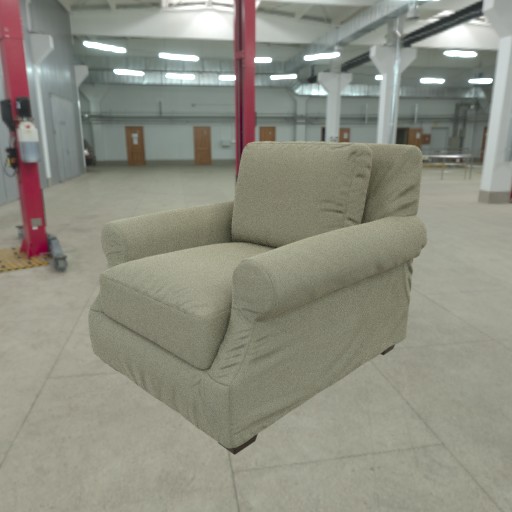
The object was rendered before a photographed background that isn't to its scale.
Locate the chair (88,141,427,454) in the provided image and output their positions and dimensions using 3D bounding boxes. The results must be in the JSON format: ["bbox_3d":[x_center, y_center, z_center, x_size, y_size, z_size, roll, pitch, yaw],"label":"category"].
[{"bbox_3d":[0.000,0.000,1.723,0.940,0.866,1.066,14,20,43],"label":"chair"}]
